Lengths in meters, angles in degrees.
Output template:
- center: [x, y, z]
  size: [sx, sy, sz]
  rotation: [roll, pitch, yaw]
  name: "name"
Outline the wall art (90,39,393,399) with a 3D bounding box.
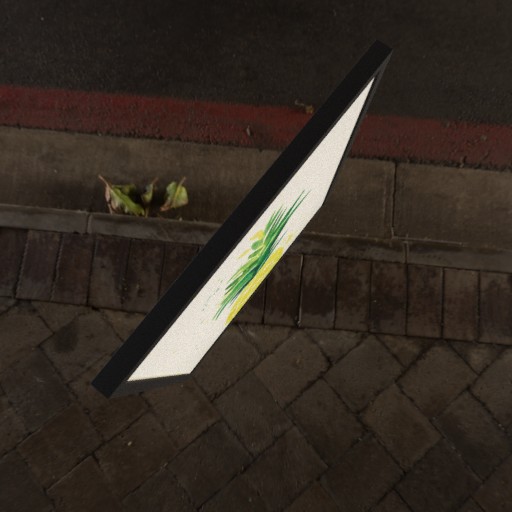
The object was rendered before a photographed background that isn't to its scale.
- center: [0.000, 0.000, 1.099]
  size: [0.037, 0.760, 0.762]
  rotation: [37, 79, 8]
  name: "wall art"
